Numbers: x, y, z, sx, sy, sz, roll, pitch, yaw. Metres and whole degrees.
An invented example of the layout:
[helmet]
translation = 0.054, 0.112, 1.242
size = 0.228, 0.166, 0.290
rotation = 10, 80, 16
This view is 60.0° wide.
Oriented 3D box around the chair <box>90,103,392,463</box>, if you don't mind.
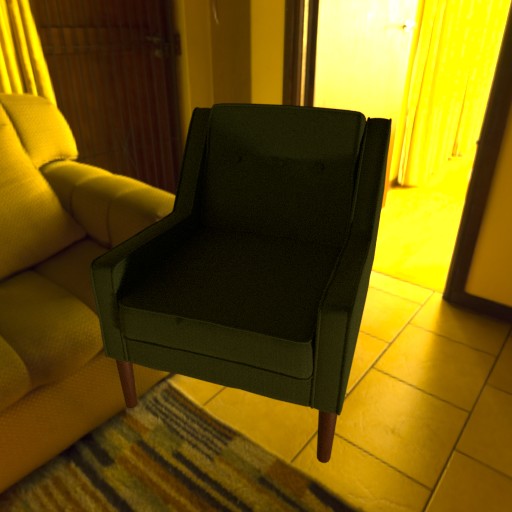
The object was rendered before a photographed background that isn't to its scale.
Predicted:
[chair]
translation = 0.000, 0.000, 1.327
size = 0.663, 0.792, 0.743
rotation = 9, 29, 16
